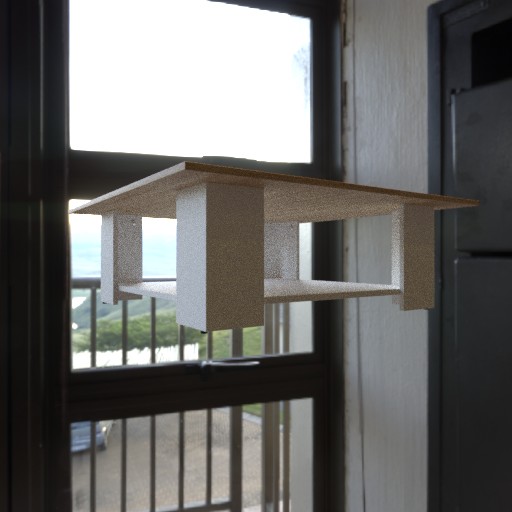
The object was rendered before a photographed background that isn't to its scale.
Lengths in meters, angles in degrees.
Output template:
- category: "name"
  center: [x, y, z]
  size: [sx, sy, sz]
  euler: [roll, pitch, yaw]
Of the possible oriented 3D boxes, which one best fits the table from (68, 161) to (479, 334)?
- category: "table"
  center: [0.000, 0.000, 1.343]
  size: [0.890, 0.305, 0.890]
  euler: [0, 0, -34]
